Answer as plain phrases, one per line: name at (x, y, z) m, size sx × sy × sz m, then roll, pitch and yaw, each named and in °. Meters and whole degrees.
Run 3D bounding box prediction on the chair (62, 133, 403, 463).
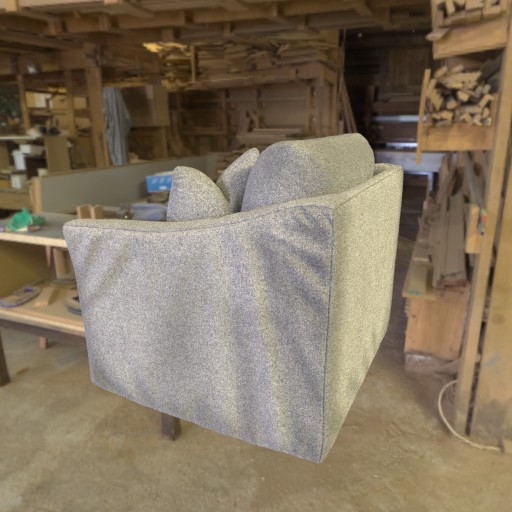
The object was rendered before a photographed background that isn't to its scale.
chair at (0.000, 0.000, 2.002) m, size 1.071 × 1.059 × 1.194 m, roll 8°, pitch 19°, yaw 25°
